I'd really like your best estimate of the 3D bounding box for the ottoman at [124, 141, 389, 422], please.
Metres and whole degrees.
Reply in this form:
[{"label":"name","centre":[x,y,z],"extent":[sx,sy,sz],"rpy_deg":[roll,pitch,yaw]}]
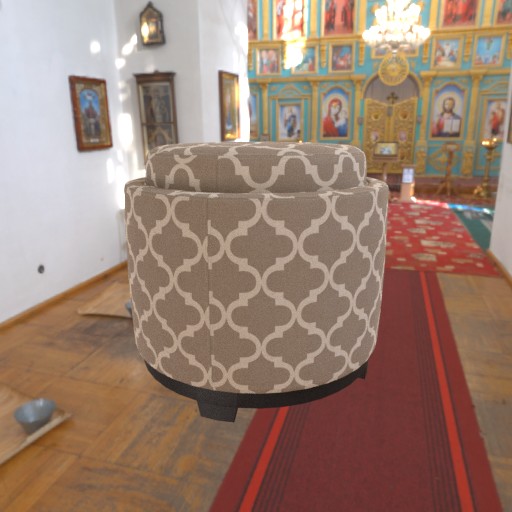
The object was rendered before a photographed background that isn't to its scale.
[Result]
[{"label":"ottoman","centre":[0.000,0.000,0.860],"extent":[0.480,0.429,0.480],"rpy_deg":[0,15,0]}]
